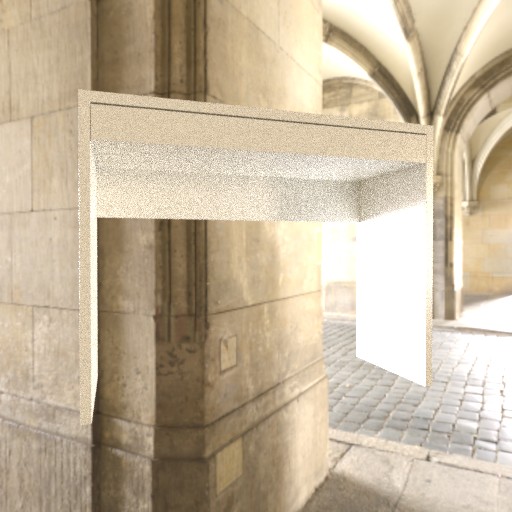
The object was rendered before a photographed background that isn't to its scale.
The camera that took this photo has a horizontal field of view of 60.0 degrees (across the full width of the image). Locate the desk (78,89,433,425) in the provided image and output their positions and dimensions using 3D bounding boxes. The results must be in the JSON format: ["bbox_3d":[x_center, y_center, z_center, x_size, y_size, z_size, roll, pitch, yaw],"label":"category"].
[{"bbox_3d":[0.000,0.000,1.385,1.000,0.790,0.400,0,1,-18],"label":"desk"}]
